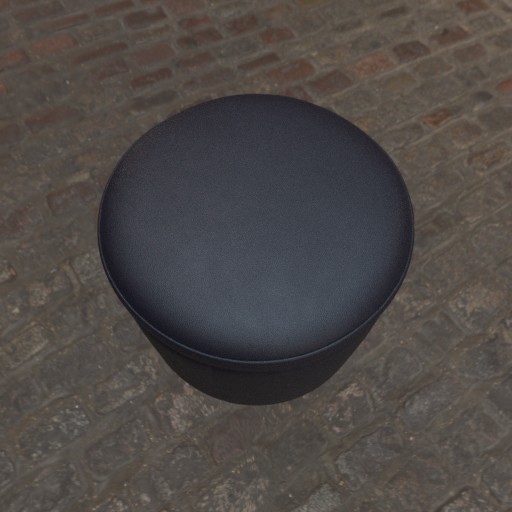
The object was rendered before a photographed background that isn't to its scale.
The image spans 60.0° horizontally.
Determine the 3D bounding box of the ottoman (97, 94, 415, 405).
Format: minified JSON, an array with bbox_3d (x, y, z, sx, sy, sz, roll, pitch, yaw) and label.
[{"bbox_3d":[0.000,0.000,0.852,0.501,0.409,0.501,0,63,0],"label":"ottoman"}]
